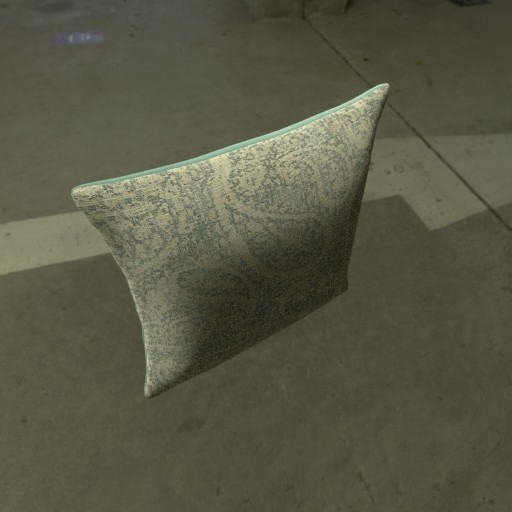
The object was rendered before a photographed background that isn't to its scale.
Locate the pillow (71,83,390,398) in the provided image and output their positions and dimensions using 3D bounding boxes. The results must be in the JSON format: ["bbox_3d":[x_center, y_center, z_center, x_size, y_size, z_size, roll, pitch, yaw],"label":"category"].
[{"bbox_3d":[0.000,0.000,0.802,0.526,0.507,0.166,-25,51,-22],"label":"pillow"}]
